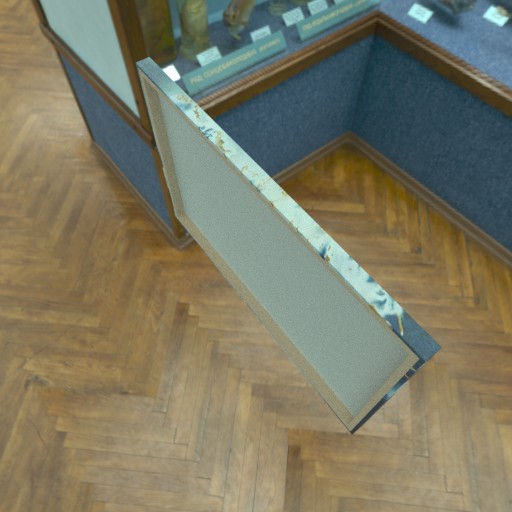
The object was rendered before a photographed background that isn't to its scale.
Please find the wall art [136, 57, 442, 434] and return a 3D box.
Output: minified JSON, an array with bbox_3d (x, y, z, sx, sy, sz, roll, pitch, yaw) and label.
[{"bbox_3d":[0.000,0.000,1.130,0.038,0.608,0.912,-32,64,-18],"label":"wall art"}]
